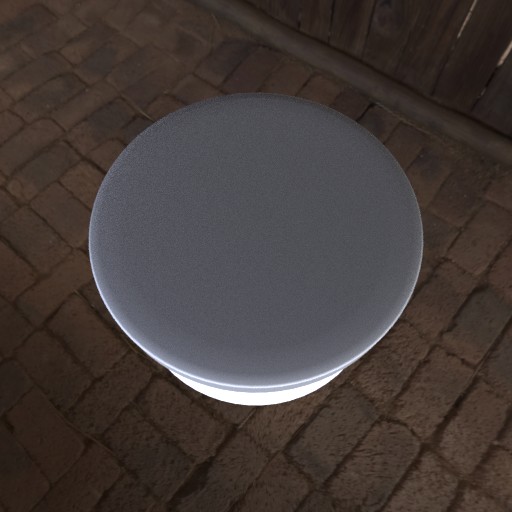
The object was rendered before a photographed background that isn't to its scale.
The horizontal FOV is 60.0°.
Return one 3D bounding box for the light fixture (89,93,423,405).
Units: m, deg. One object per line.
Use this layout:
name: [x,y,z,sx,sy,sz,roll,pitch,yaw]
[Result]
light fixture: [0.000,0.000,0.628,0.393,0.229,0.393,0,65,0]
